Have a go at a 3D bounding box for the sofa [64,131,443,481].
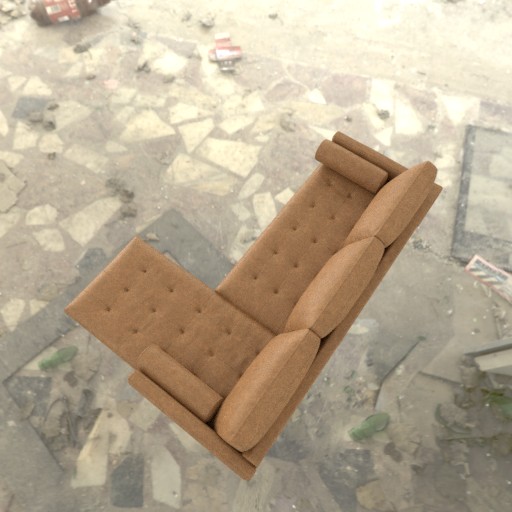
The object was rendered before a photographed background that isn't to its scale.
[{"bbox_3d":[0.000,0.000,2.898,1.506,0.876,2.178,33,68,15],"label":"sofa"}]
